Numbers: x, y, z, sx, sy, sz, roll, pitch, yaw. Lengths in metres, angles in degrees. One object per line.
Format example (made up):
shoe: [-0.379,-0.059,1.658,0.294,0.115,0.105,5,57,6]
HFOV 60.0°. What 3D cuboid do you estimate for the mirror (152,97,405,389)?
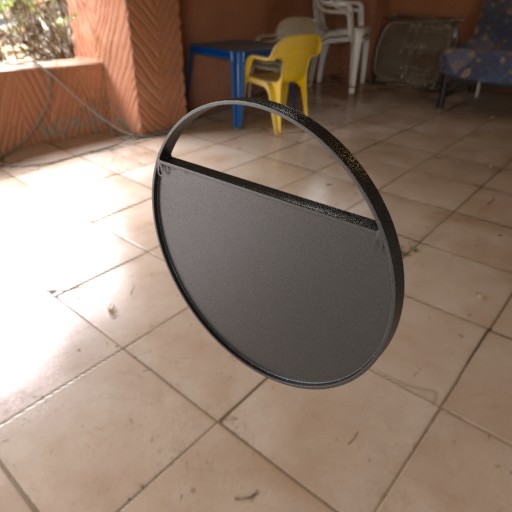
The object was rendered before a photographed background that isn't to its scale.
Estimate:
mirror: [0.000,0.000,0.835,0.565,0.565,0.032,23,38,33]
